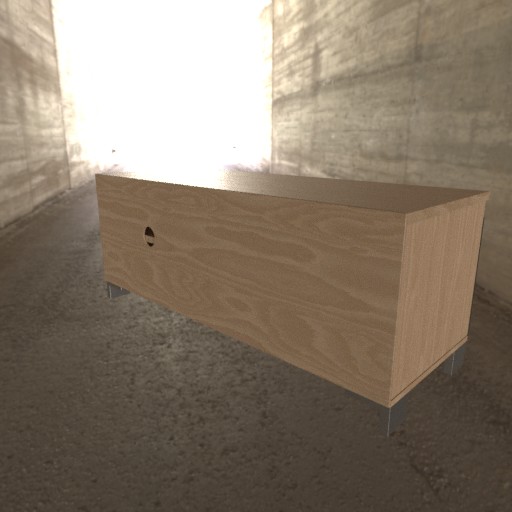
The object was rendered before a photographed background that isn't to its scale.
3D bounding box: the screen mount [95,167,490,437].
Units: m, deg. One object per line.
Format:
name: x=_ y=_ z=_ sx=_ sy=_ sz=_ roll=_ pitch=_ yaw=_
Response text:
screen mount: x=0.000 y=0.000 z=1.284 sx=1.084 sy=0.432 sz=0.406 roll=14 pitch=21 yaw=42
